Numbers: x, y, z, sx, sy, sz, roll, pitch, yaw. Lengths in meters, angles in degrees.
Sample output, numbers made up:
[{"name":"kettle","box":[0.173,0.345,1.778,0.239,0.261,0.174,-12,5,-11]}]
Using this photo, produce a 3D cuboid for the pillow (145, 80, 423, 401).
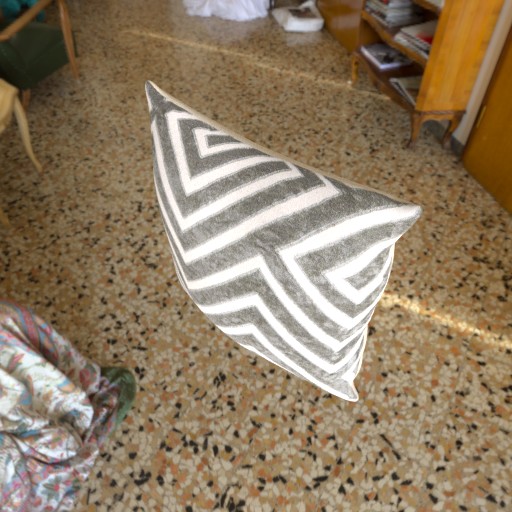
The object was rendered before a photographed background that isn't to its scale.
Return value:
[{"name":"pillow","box":[0.000,0.000,0.694,0.440,0.441,0.182,32,54,27]}]
